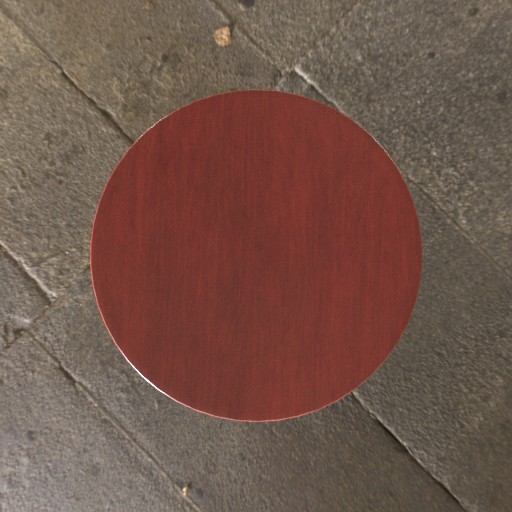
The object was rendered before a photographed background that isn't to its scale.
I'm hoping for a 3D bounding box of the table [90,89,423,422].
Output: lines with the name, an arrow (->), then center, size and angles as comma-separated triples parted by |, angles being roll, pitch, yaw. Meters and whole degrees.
table -> 0.000, 0.000, 1.603 | 1.029, 0.486, 1.029 | 0, 88, 0
